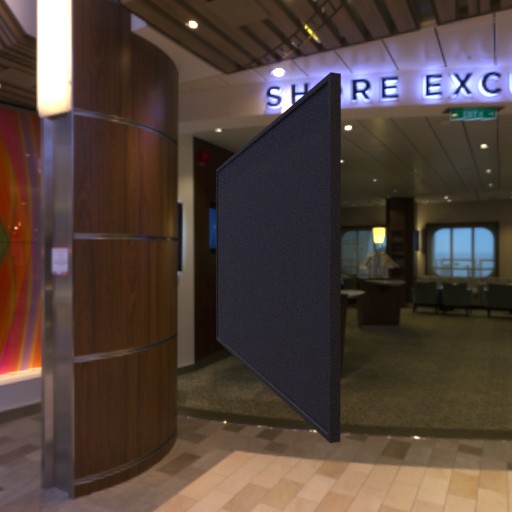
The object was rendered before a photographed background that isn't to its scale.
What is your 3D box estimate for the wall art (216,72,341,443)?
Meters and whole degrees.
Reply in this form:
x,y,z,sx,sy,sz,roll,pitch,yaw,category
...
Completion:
x,y,z,sx,sy,sz,roll,pitch,yaw,category
0.000,0.000,1.533,0.028,0.805,1.190,0,1,-17,wall art
